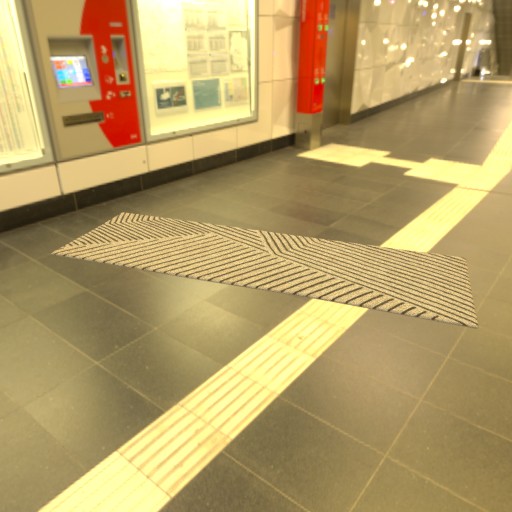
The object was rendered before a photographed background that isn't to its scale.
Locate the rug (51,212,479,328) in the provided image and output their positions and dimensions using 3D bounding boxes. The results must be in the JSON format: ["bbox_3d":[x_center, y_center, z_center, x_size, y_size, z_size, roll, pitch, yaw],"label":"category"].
[{"bbox_3d":[0.000,0.000,2.729,2.439,0.020,0.773,9,27,17],"label":"rug"}]
